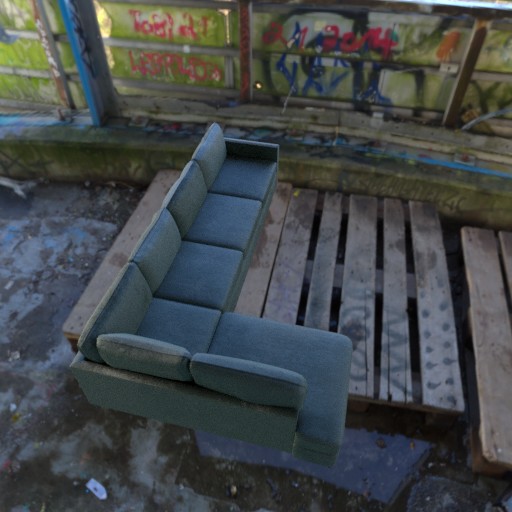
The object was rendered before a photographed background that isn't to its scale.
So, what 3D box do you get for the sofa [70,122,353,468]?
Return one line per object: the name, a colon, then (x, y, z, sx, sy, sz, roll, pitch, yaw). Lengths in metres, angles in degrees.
sofa: (0.000, 0.000, 4.388, 2.048, 0.996, 3.384, 10, 47, 10)
